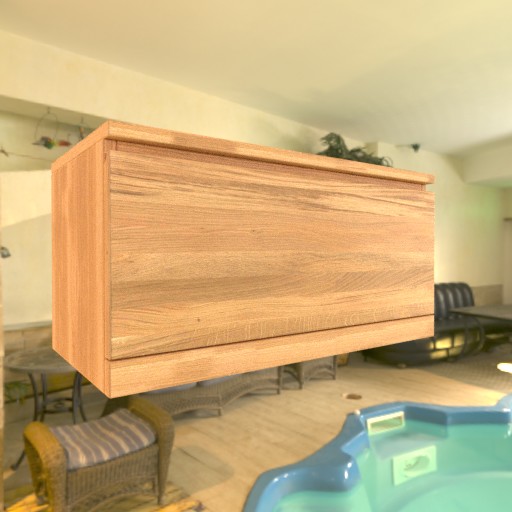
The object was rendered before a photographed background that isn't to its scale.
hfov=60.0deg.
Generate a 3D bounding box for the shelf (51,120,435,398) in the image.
[{"bbox_3d":[0.000,0.000,1.027,0.800,0.400,0.400,-1,1,-35],"label":"shelf"}]
